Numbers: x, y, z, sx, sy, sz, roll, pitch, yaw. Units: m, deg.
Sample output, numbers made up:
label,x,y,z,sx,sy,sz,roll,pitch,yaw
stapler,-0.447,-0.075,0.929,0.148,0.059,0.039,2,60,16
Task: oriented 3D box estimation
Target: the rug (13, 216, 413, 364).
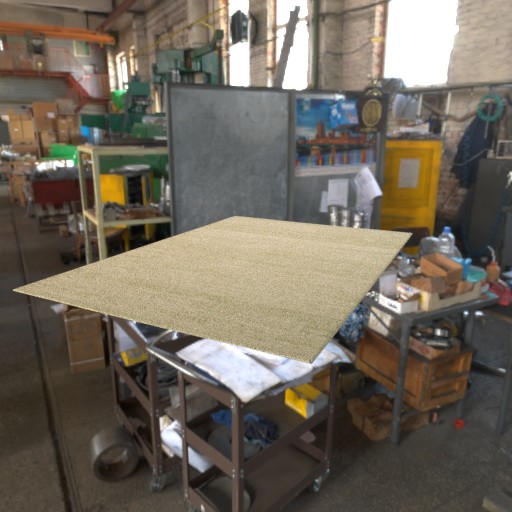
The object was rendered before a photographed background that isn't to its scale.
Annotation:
label,x,y,z,sx,sy,sz,roll,pitch,yaw
rug,0.000,0.000,4.958,2.782,0.025,3.935,8,18,26
